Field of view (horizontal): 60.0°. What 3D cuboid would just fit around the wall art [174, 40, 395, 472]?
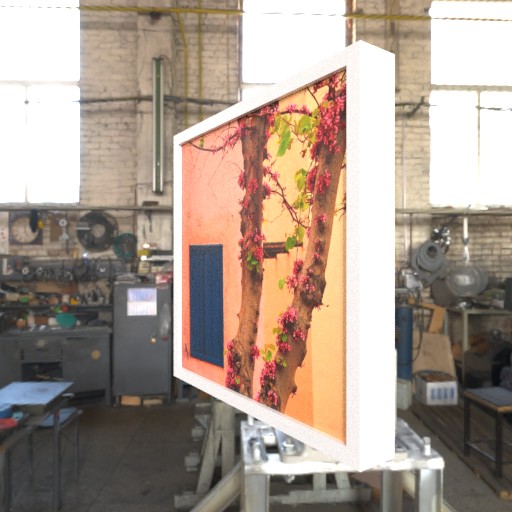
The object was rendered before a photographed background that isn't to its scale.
[{"bbox_3d":[0.000,0.000,0.444,0.038,0.302,0.305,0,0,-35],"label":"wall art"}]
